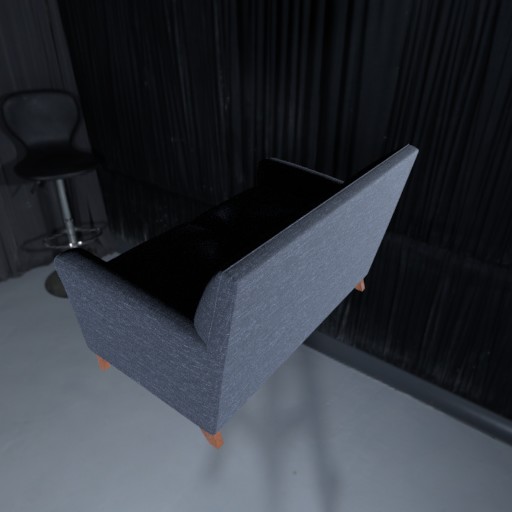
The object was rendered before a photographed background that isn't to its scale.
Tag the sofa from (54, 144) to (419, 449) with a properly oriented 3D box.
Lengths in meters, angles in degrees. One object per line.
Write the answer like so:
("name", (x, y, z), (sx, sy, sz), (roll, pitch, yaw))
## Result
("sofa", (0.000, 0.000, 2.016), (0.875, 0.846, 1.420), (21, 37, 31))
